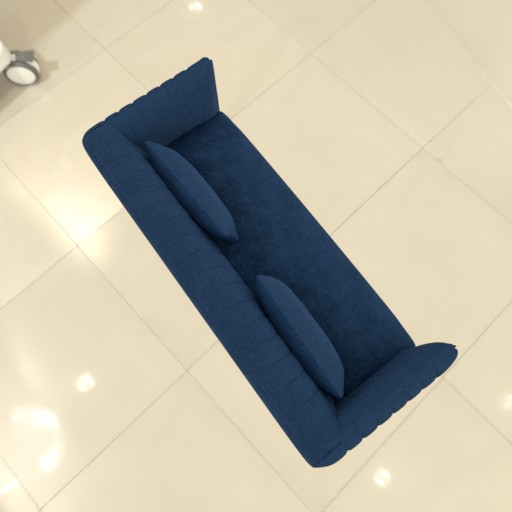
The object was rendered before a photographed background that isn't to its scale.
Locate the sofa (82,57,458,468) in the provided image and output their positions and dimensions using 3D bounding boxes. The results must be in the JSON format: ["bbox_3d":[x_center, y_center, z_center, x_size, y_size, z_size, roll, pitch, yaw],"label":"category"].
[{"bbox_3d":[0.000,0.000,2.559,0.896,0.793,2.136,-36,77,-9],"label":"sofa"}]
